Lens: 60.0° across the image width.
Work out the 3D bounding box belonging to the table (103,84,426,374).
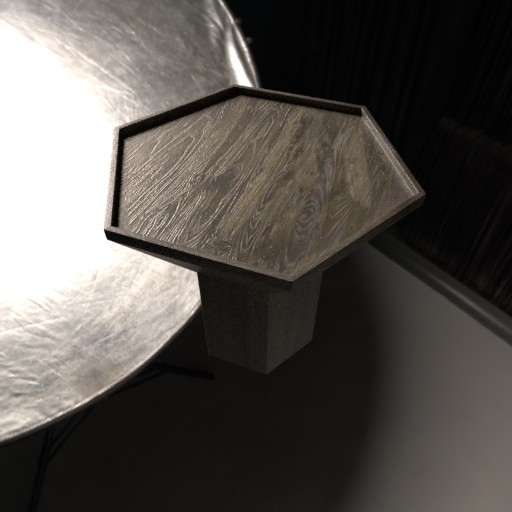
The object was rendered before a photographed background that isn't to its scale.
[{"bbox_3d":[0.000,0.000,1.127,0.683,0.586,0.592,-31,54,-26],"label":"table"}]
